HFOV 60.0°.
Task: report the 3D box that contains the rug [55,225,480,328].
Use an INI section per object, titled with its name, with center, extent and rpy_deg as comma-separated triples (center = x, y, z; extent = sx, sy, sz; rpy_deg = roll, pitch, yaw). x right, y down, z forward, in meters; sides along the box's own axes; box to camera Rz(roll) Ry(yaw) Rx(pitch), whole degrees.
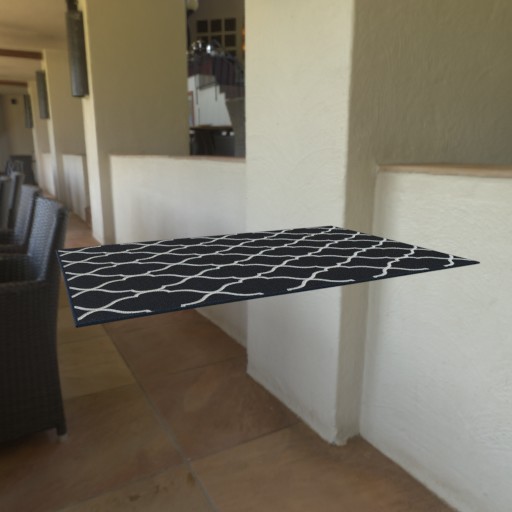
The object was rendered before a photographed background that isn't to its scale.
[rug]
center = 0.000, 0.000, 2.844
extent = 2.290, 0.014, 1.526
rpy_deg = -6, 15, -26
